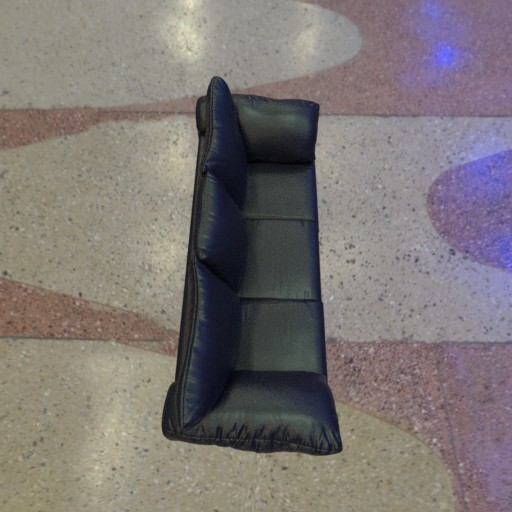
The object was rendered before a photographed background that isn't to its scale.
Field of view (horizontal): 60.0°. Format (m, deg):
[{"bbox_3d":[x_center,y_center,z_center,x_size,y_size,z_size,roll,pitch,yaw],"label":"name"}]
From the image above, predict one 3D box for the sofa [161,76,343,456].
[{"bbox_3d":[0.000,0.000,2.832,0.880,1.073,2.336,1,63,1],"label":"sofa"}]
